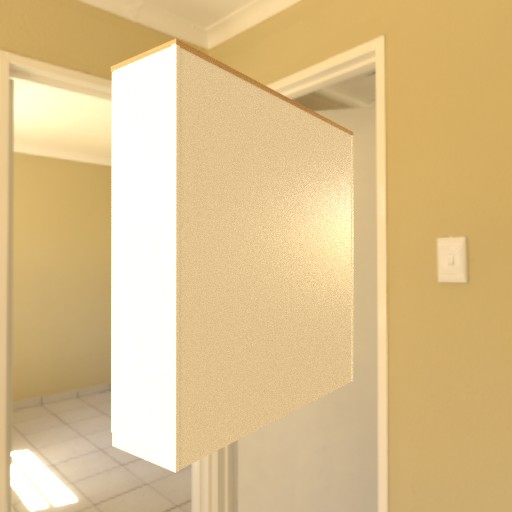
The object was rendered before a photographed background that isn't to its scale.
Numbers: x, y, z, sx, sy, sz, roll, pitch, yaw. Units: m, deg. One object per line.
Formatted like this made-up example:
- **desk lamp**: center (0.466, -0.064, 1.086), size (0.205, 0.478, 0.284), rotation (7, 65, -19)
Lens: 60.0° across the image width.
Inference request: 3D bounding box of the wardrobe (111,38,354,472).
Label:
- **wardrobe**: center (0.000, 0.000, 3.346), size (0.590, 2.260, 2.160), rotation (0, 0, 37)
